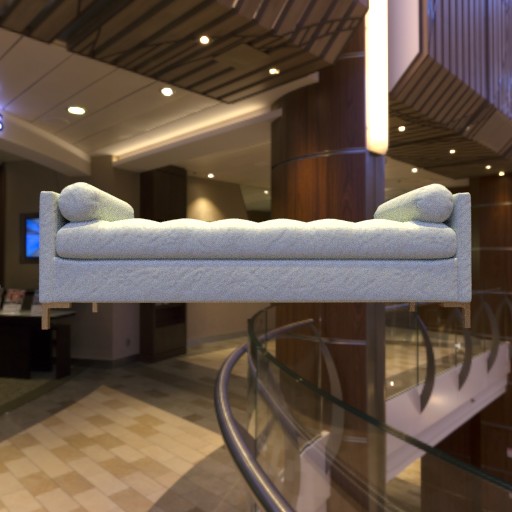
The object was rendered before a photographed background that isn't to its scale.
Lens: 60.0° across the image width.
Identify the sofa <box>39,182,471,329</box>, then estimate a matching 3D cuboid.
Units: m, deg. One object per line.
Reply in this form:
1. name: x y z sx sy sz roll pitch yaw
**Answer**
1. sofa: 0.000 0.000 2.496 2.102 0.705 0.796 0 -1 -1
